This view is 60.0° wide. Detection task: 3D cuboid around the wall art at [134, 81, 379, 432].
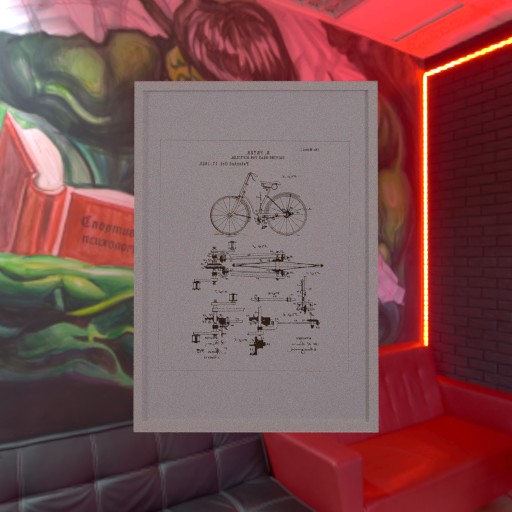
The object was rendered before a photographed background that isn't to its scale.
[{"bbox_3d":[0.000,0.000,0.610,0.332,0.477,0.015,0,-1,0],"label":"wall art"}]
